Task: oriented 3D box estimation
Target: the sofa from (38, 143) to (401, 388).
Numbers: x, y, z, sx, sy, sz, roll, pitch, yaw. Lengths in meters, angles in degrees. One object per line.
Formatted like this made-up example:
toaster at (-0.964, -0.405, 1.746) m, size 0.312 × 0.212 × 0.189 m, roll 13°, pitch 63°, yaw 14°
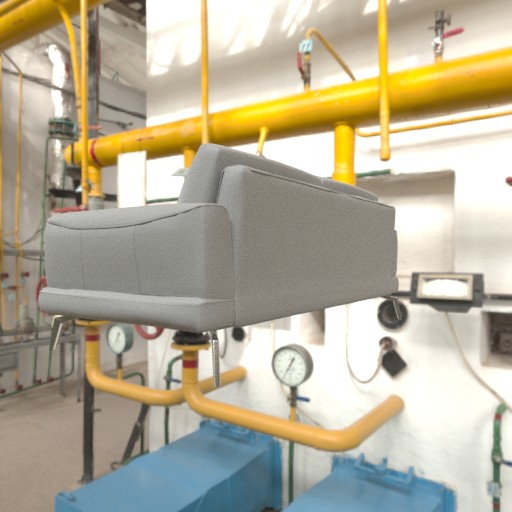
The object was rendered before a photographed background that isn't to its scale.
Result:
sofa at (0.000, 0.000, 2.677) m, size 1.121 × 0.930 × 2.177 m, roll 0°, pitch 0°, yaw 36°
